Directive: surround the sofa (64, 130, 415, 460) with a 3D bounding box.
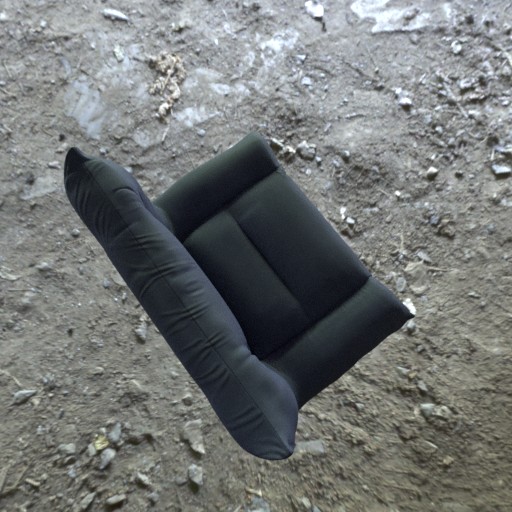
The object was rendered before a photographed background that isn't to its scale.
[{"bbox_3d":[0.000,0.000,1.656,0.849,0.778,1.122,-36,78,-9],"label":"sofa"}]
